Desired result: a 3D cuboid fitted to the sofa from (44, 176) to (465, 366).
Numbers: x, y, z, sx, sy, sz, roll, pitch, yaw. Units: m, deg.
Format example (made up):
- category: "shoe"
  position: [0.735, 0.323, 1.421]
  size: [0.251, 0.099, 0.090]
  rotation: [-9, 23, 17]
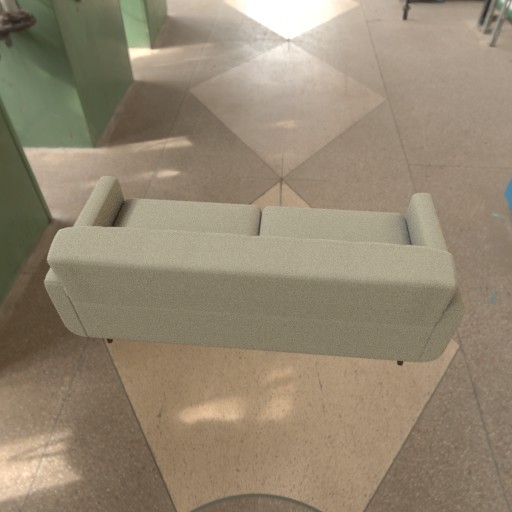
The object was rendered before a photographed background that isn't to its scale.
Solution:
- category: "sofa"
  position: [0.000, 0.000, 2.625]
  size: [2.137, 0.892, 0.980]
  rotation: [4, 46, 3]
